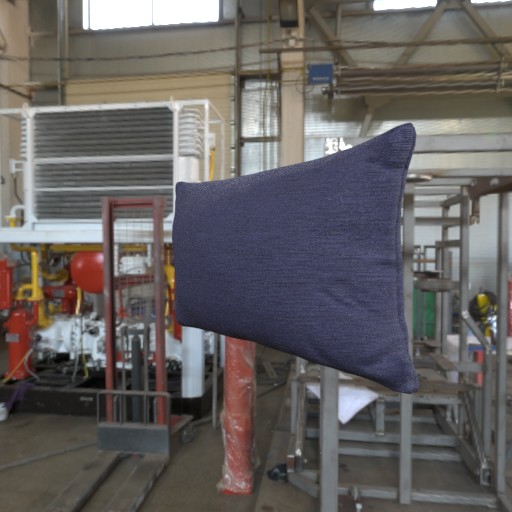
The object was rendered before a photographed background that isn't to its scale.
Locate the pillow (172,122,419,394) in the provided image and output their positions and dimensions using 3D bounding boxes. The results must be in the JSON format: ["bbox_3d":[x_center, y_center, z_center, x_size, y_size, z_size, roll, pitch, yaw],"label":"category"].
[{"bbox_3d":[0.000,0.000,0.792,0.210,0.338,0.633,-1,1,-37],"label":"pillow"}]
